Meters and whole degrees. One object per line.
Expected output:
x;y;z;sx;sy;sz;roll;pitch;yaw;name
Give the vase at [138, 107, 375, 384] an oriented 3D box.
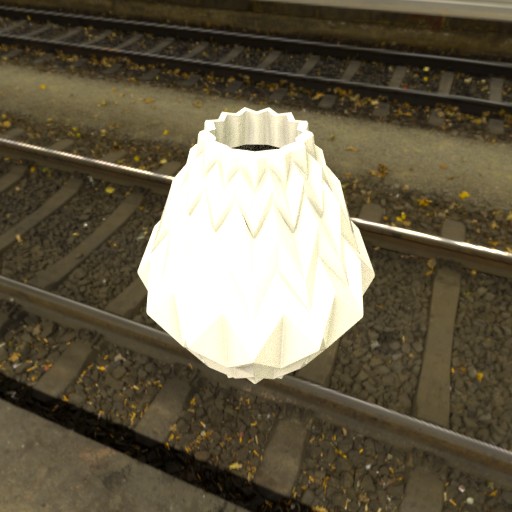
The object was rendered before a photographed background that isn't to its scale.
0.000;0.000;0.307;0.164;0.185;0.164;0;41;0;vase
